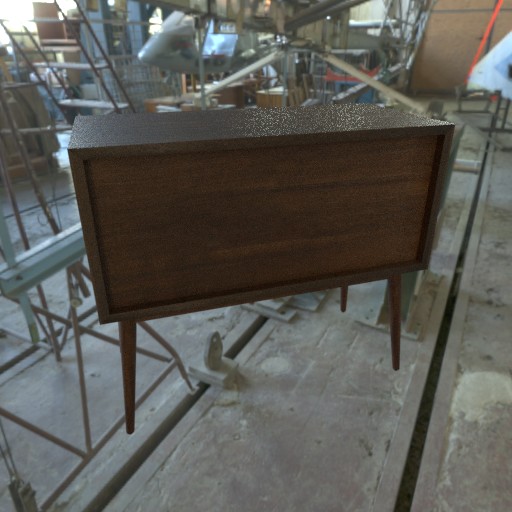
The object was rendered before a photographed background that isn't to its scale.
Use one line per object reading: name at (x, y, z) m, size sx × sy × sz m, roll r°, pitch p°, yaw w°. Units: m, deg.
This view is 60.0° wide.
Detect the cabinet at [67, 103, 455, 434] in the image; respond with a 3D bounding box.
cabinet at (0.000, 0.000, 1.099) m, size 0.743 × 0.654 × 0.354 m, roll -8°, pitch 27°, yaw -16°
